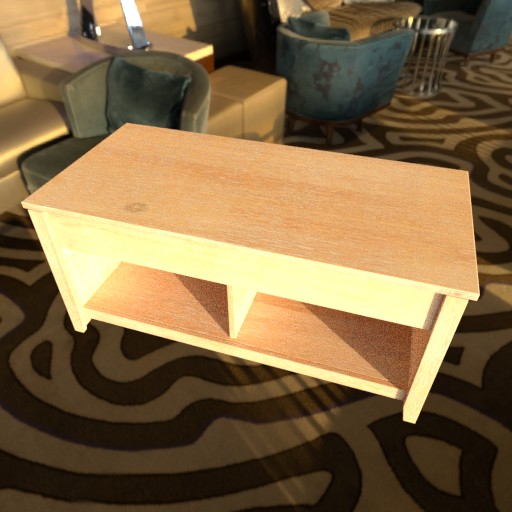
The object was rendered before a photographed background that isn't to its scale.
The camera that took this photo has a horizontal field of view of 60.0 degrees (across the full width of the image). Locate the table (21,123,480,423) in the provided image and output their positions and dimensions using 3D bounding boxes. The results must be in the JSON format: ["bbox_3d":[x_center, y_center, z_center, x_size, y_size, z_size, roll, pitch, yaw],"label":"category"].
[{"bbox_3d":[0.000,0.000,1.254,1.016,0.457,0.483,12,41,14],"label":"table"}]
